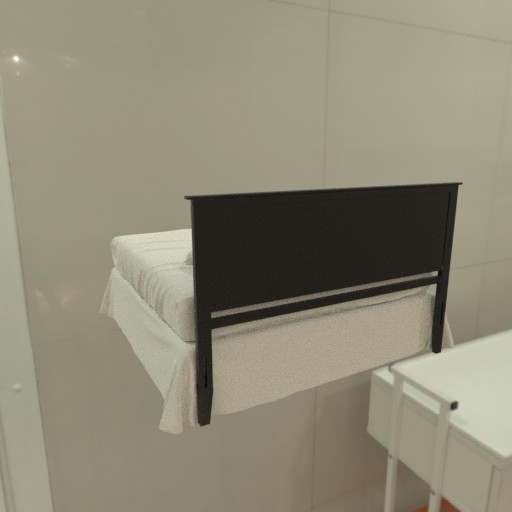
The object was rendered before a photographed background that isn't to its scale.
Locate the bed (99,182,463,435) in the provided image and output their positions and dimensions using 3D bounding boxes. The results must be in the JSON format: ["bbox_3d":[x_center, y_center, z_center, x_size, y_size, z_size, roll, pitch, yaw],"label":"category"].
[{"bbox_3d":[0.000,0.000,3.669,2.315,1.271,2.219,-7,15,-28],"label":"bed"}]
